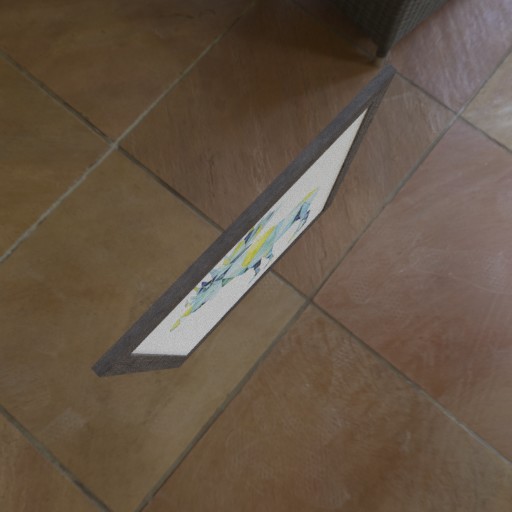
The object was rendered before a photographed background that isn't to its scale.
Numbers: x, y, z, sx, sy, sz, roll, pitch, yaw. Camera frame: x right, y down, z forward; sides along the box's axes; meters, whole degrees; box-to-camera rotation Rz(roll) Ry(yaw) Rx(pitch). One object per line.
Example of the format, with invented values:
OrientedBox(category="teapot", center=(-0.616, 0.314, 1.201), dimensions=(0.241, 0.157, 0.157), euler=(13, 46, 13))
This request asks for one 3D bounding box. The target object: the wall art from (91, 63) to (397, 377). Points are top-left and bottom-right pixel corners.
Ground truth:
OrientedBox(category="wall art", center=(0.000, 0.000, 0.687), dimensions=(0.013, 0.457, 0.457), euler=(42, 80, 9))
